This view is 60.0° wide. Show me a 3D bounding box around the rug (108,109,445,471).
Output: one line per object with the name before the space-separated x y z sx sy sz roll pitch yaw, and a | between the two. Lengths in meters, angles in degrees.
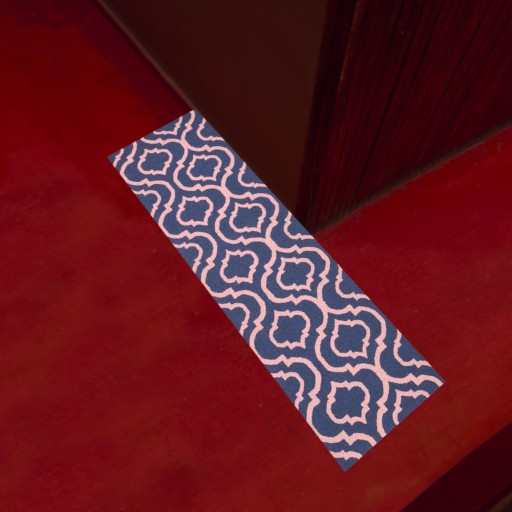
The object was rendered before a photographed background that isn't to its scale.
rug | 0.000 0.000 2.568 0.685 0.006 2.296 -34 69 -15
